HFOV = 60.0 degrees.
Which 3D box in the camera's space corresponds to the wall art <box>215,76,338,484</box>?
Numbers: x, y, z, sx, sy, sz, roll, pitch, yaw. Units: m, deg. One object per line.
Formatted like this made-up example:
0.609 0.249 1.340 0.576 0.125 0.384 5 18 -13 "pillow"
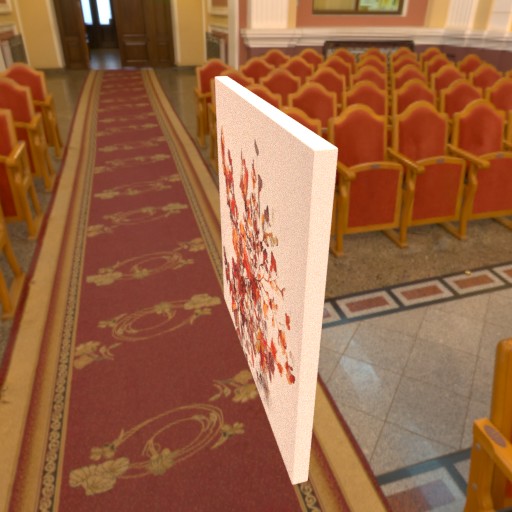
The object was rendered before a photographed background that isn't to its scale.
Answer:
0.000 0.000 1.125 0.037 0.757 0.757 -8 30 -13 "wall art"
